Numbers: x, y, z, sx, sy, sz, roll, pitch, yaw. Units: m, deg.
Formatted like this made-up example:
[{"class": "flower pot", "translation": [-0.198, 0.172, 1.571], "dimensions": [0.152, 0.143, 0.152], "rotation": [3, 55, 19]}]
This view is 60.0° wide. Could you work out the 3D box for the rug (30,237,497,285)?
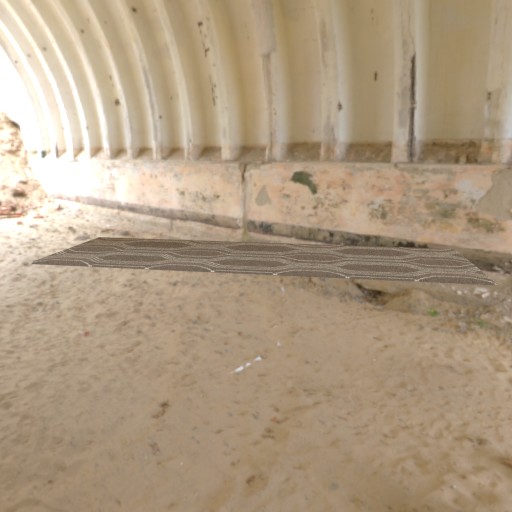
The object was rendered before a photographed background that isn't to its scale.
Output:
[{"class": "rug", "translation": [0.000, 0.000, 2.676], "dimensions": [2.464, 0.012, 0.773], "rotation": [2, 13, 9]}]
